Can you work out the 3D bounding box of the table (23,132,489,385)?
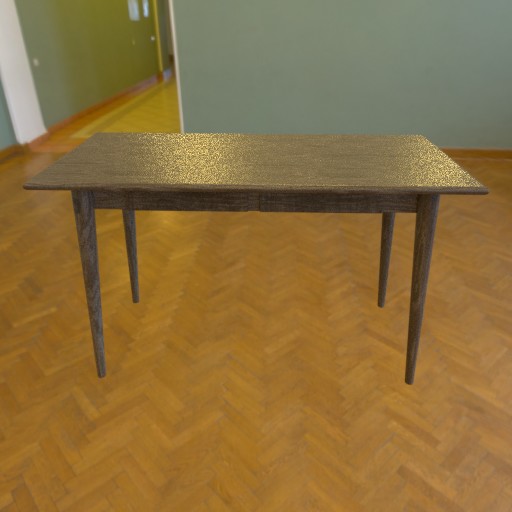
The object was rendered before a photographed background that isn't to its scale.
[{"bbox_3d":[0.000,0.000,1.681,1.300,0.780,0.599,1,29,2],"label":"table"}]
